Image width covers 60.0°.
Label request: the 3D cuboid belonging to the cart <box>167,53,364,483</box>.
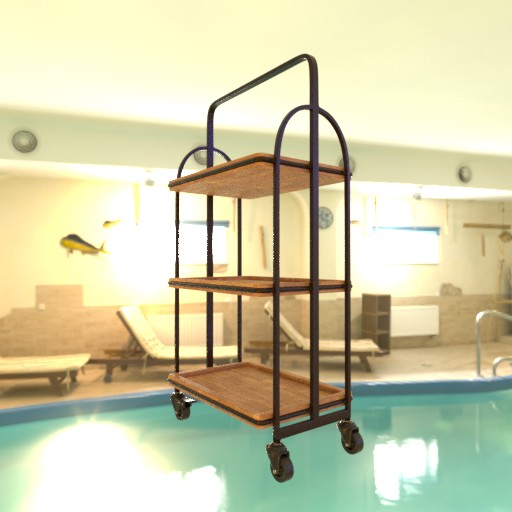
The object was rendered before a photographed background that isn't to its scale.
[{"bbox_3d":[0.000,0.000,1.255,0.327,1.001,0.553,0,-1,-37],"label":"cart"}]
